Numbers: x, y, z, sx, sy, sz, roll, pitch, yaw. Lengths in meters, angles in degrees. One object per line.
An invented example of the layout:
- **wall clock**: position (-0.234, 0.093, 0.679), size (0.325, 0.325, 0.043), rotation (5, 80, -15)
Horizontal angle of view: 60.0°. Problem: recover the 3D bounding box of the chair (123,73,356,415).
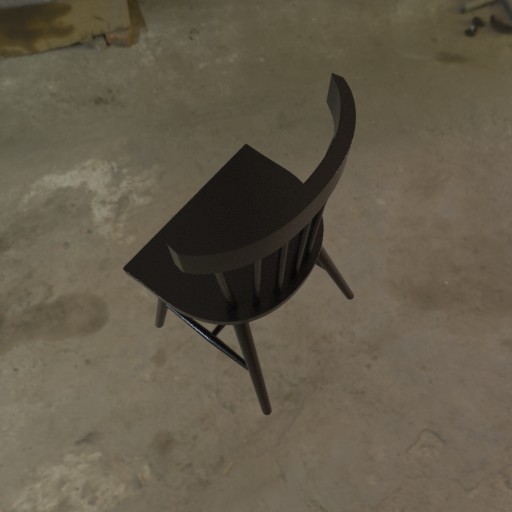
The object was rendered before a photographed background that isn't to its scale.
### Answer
- **chair**: position (0.000, 0.000, 1.134), size (0.483, 0.844, 0.506), rotation (35, 69, 15)
